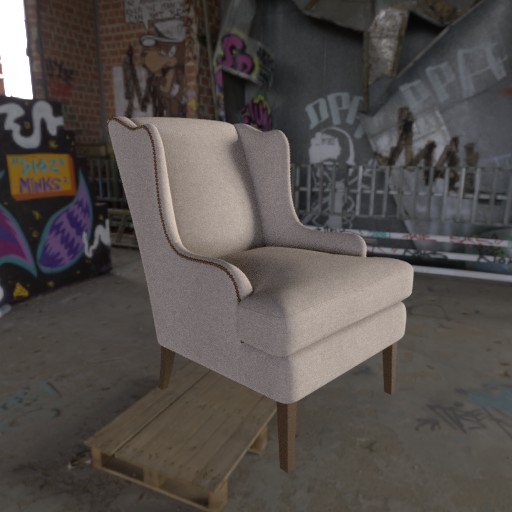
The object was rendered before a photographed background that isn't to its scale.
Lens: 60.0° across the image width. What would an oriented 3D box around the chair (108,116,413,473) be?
[{"bbox_3d":[0.000,0.000,1.668,0.737,1.029,0.940,-13,18,-43],"label":"chair"}]
